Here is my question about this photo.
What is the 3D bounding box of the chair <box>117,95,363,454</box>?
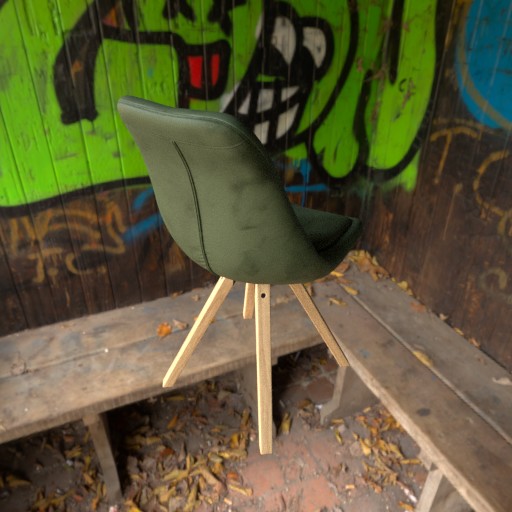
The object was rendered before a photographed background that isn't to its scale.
[{"bbox_3d":[0.000,0.000,1.183,0.483,0.865,0.547,21,37,32],"label":"chair"}]
